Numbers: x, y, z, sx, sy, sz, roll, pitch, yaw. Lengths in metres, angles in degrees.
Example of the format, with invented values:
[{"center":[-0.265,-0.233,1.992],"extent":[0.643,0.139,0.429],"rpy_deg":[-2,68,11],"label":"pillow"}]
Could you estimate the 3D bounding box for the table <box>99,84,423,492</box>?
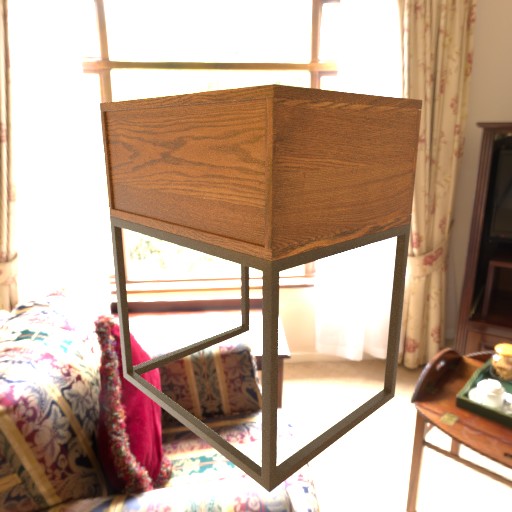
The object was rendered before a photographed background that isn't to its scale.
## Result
[{"center":[0.000,0.000,0.925],"extent":[0.400,0.610,0.482],"rpy_deg":[-14,21,-42],"label":"table"}]
